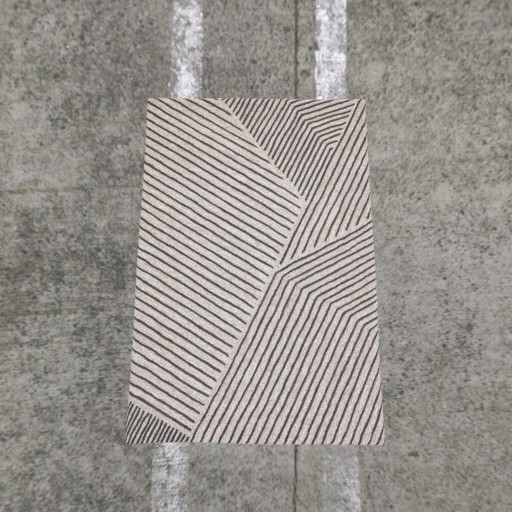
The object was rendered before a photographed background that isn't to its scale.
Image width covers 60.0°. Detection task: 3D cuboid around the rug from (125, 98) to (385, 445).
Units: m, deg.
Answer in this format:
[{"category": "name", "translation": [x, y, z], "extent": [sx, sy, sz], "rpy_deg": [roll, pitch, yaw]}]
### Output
[{"category": "rug", "translation": [0.000, 0.000, 2.313], "extent": [1.237, 0.019, 1.842], "rpy_deg": [0, 77, 0]}]
